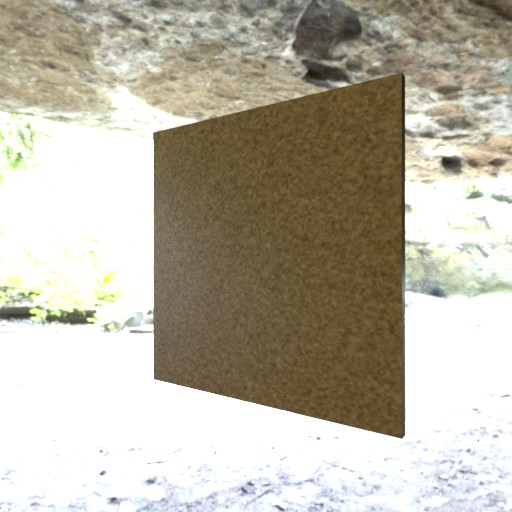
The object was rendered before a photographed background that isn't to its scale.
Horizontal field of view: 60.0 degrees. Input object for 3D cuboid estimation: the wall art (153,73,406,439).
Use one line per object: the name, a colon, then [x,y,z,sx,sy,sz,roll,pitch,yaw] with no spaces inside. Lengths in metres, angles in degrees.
wall art: [0.000,0.000,0.673,0.446,0.445,0.014,0,0,36]
